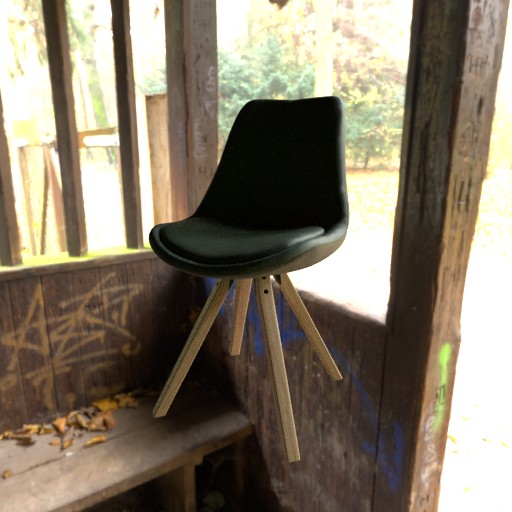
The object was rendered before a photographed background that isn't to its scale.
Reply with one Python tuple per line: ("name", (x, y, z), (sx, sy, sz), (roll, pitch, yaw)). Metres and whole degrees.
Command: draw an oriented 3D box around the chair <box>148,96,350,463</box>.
("chair", (0.000, 0.000, 1.222), (0.483, 0.865, 0.547), (7, 16, 25))
